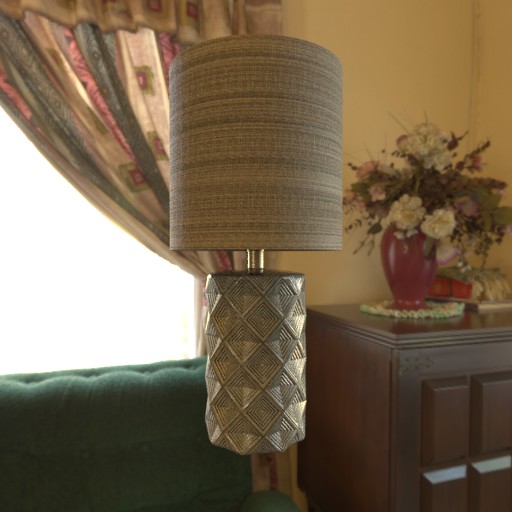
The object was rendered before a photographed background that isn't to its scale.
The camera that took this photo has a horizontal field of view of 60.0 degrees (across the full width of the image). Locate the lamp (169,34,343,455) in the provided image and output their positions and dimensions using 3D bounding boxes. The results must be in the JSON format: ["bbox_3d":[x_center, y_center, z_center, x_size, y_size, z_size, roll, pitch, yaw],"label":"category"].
[{"bbox_3d":[0.000,0.000,0.699,0.268,0.566,0.269,0,0,-36],"label":"lamp"}]
